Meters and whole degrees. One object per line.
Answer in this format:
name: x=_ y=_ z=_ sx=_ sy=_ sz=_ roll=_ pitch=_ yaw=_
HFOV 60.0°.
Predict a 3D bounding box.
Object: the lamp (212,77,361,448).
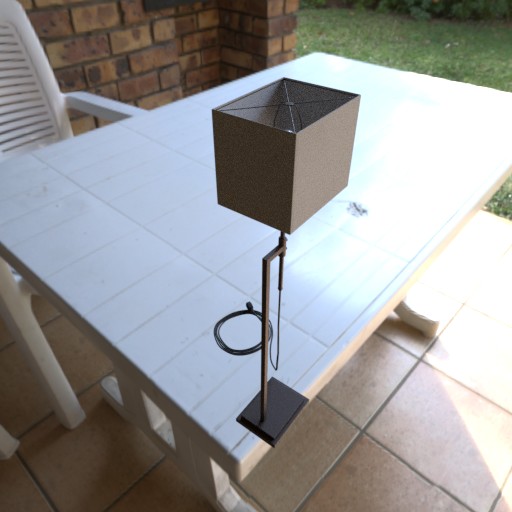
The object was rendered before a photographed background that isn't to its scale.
lamp: x=0.000 y=0.000 z=1.996 sx=0.774 sy=1.600 sz=0.698 roll=25 pitch=45 yaw=28
